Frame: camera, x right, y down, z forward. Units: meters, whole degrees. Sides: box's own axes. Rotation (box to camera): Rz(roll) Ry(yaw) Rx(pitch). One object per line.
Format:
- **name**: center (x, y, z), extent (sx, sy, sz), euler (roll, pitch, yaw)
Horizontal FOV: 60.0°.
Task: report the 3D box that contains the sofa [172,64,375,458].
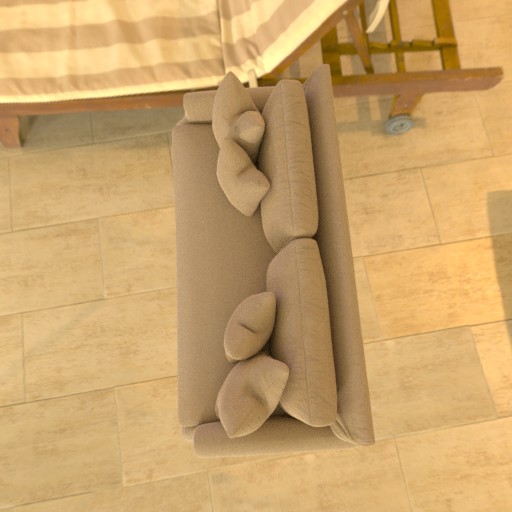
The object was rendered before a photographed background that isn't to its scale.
- **sofa**: center (0.000, 0.000, 2.769), extent (1.067, 0.904, 2.285), euler (-4, 76, -1)
